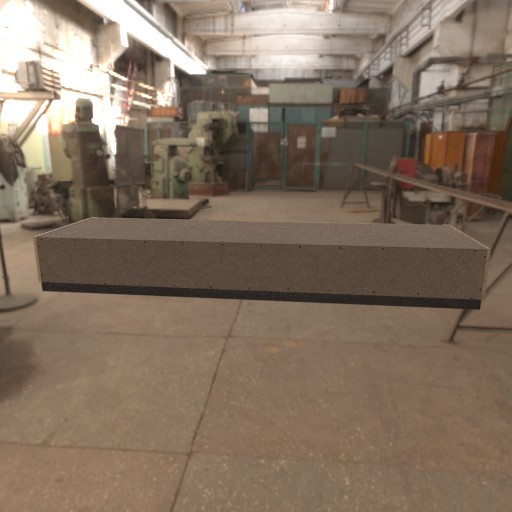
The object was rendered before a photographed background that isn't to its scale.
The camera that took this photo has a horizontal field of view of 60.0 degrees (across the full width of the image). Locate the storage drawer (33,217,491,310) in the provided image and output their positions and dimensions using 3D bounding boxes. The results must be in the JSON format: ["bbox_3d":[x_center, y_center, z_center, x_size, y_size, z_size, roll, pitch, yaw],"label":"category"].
[{"bbox_3d":[0.000,0.000,2.311,2.072,0.274,0.591,2,14,7],"label":"storage drawer"}]
